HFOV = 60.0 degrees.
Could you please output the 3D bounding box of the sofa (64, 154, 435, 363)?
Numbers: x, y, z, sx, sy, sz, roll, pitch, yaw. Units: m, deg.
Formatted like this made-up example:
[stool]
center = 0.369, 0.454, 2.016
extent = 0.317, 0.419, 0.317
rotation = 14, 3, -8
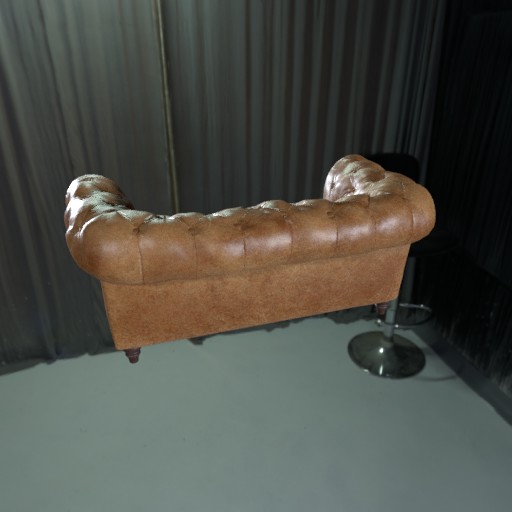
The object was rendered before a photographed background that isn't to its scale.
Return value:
[sofa]
center = 0.000, 0.000, 2.561
extent = 1.979, 0.877, 1.042
rotation = -8, 27, -16
